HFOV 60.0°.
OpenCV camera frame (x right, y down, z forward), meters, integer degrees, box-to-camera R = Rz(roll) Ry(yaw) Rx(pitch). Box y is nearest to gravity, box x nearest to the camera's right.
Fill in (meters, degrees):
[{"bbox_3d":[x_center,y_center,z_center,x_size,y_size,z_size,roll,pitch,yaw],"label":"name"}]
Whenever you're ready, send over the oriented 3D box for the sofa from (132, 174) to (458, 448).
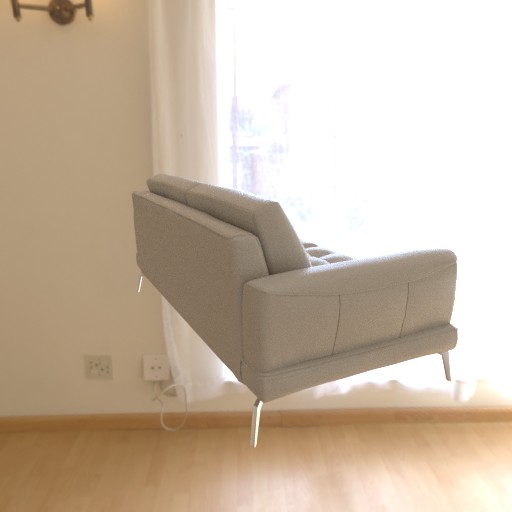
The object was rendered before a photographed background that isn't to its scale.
[{"bbox_3d":[0.000,0.000,2.741,1.121,0.930,2.177,-7,16,-26],"label":"sofa"}]
